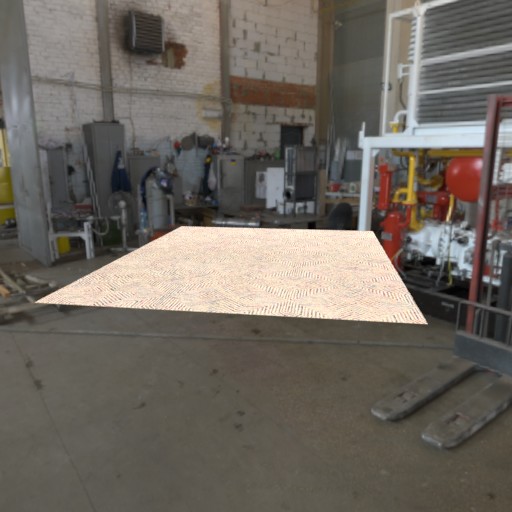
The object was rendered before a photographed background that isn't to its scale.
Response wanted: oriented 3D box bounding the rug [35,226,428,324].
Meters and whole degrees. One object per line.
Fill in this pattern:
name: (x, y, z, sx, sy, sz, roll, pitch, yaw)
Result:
rug: (0.000, 0.000, 4.162, 2.442, 0.008, 3.046, 2, 13, 8)
